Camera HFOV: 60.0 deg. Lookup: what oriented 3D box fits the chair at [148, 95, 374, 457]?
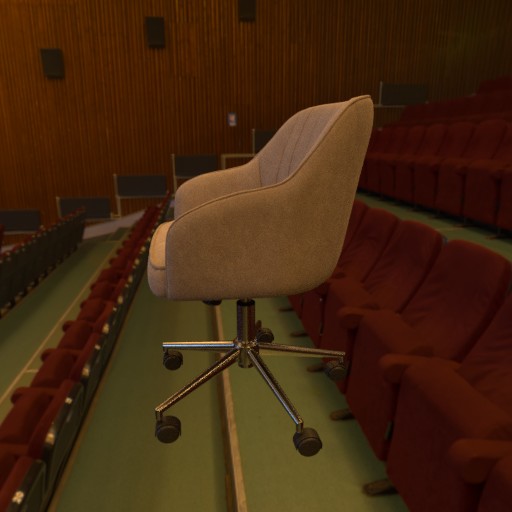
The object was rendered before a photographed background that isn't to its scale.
[{"bbox_3d":[0.000,0.000,1.234,0.573,0.831,0.635,-2,15,-8],"label":"chair"}]
